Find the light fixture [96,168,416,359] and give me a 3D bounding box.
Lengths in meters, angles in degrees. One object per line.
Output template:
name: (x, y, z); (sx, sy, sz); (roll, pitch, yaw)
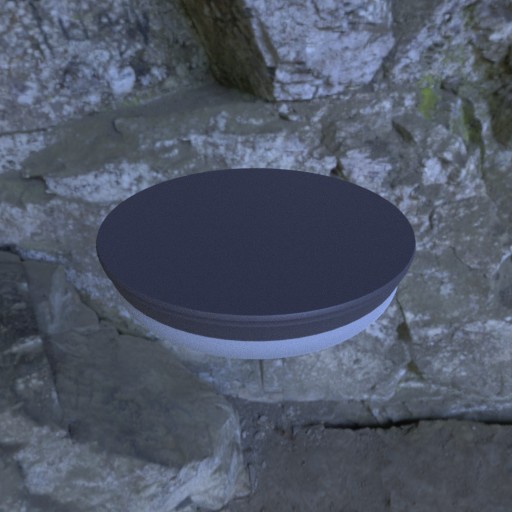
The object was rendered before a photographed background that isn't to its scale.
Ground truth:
light fixture: (0.000, 0.000, 0.557); (0.368, 0.100, 0.368); (0, 31, 0)
